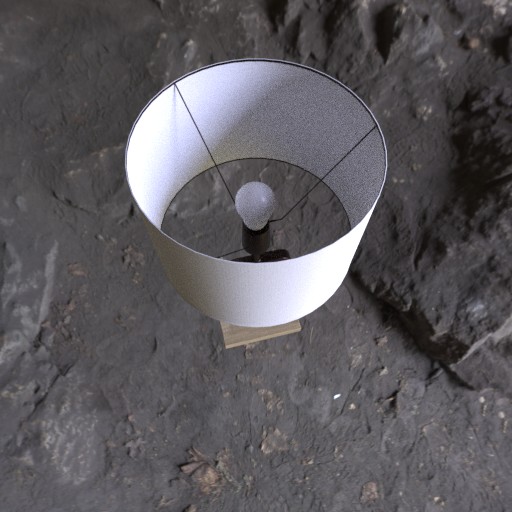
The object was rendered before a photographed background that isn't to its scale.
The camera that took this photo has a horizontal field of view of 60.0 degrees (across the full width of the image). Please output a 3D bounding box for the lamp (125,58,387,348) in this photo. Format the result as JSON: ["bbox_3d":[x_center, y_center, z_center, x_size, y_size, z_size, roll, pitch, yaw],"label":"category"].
[{"bbox_3d":[0.000,0.000,0.700,0.279,0.508,0.279,-12,63,-6],"label":"lamp"}]
